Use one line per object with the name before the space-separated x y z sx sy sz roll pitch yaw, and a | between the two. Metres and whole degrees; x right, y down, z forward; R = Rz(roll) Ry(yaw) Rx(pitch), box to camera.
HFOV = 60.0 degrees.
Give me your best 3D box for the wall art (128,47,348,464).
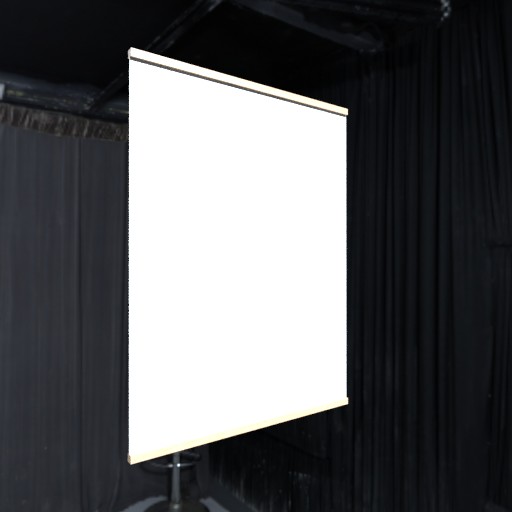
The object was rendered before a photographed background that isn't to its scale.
wall art | 0.000 0.000 0.786 0.459 0.608 0.012 0 0 -36
